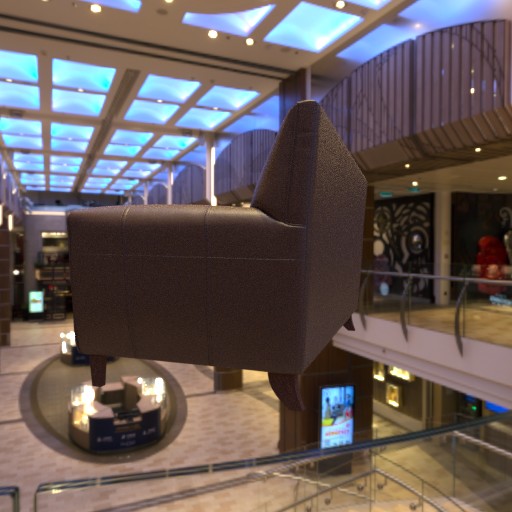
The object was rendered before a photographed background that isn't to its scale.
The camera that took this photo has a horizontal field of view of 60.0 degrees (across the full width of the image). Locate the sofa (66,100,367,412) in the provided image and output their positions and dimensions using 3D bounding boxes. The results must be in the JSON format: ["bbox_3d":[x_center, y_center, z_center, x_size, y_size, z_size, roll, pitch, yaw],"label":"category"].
[{"bbox_3d":[0.000,0.000,1.996,0.853,0.859,1.468,0,1,19],"label":"sofa"}]
